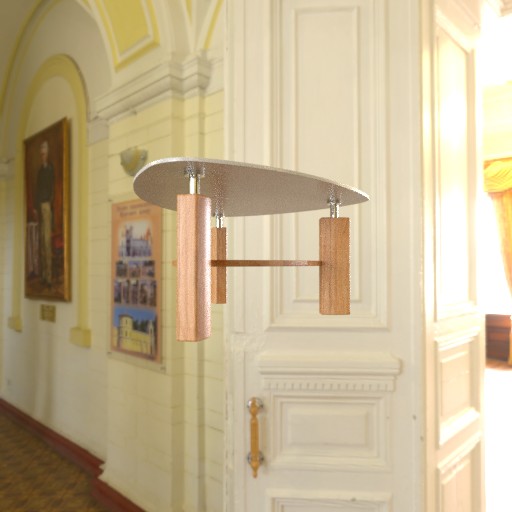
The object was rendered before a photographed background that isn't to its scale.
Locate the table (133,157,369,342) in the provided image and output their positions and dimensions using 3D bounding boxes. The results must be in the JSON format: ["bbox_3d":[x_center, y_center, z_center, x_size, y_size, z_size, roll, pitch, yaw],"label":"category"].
[{"bbox_3d":[0.000,0.000,1.653,0.850,0.440,1.250,0,-1,-1],"label":"table"}]
